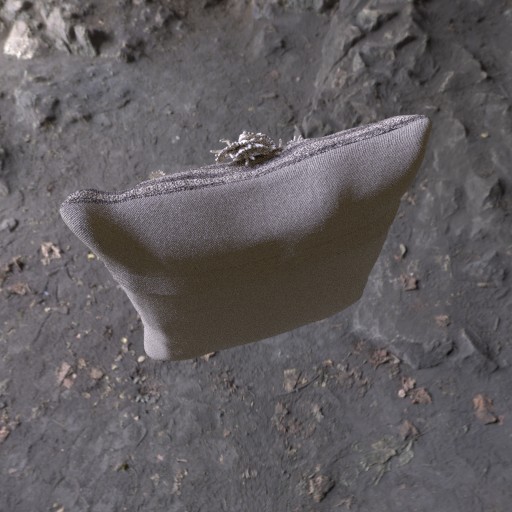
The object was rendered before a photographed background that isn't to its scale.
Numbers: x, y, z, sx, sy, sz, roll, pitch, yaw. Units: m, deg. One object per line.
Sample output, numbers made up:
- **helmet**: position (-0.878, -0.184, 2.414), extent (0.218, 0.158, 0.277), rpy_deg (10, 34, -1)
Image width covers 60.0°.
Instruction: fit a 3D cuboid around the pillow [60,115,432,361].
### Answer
- **pillow**: position (0.000, 0.000, 0.754), extent (0.484, 0.490, 0.234), rpy_deg (-15, 60, -9)
